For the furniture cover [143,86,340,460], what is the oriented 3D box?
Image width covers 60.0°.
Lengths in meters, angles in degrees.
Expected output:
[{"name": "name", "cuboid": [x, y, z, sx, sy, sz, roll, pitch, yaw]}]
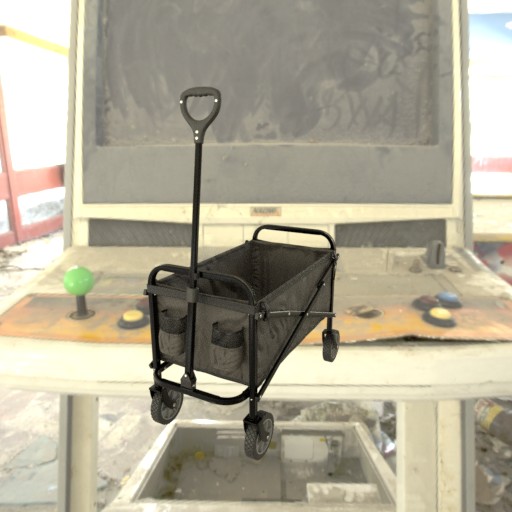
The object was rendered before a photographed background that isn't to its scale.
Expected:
[{"name": "furniture cover", "cuboid": [0.000, 0.000, 1.891, 0.532, 1.295, 1.038, 8, 17, 27]}]
